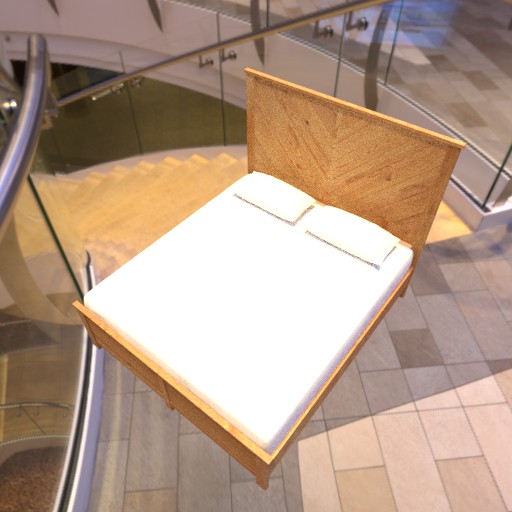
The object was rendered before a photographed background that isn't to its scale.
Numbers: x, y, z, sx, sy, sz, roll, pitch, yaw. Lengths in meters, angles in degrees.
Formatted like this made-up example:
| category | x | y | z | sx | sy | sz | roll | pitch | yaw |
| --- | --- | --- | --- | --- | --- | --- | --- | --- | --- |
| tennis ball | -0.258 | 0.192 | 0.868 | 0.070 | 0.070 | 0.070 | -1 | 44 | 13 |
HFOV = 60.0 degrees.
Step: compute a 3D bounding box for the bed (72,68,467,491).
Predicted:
| category | x | y | z | sx | sy | sz | roll | pitch | yaw |
| --- | --- | --- | --- | --- | --- | --- | --- | --- | --- |
| bed | 0.000 | 0.000 | 3.979 | 2.225 | 1.938 | 2.530 | 30 | 53 | 25 |
